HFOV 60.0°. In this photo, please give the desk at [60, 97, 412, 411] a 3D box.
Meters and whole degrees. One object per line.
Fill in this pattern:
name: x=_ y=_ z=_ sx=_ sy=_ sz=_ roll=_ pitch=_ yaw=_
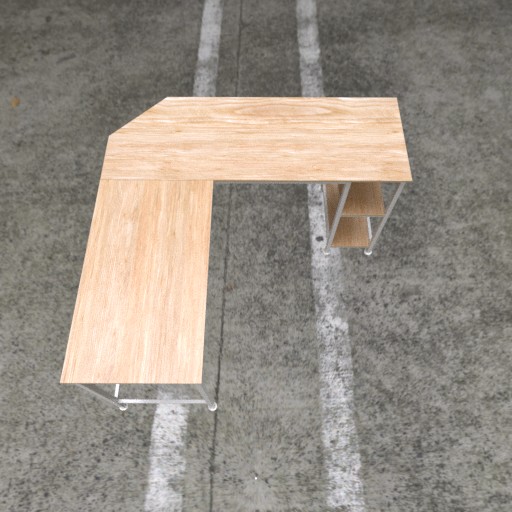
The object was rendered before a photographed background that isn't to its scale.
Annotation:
desk: x=0.000 y=0.000 z=2.203 sx=1.379 sy=0.739 sz=1.379 roll=0 pitch=63 yaw=0
